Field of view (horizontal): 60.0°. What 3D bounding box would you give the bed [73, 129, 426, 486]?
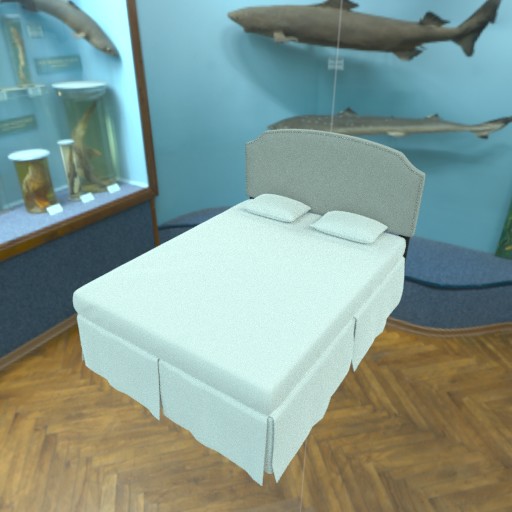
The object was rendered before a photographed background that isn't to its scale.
[{"bbox_3d":[0.000,0.000,2.974,1.558,1.270,1.999,18,34,30],"label":"bed"}]
